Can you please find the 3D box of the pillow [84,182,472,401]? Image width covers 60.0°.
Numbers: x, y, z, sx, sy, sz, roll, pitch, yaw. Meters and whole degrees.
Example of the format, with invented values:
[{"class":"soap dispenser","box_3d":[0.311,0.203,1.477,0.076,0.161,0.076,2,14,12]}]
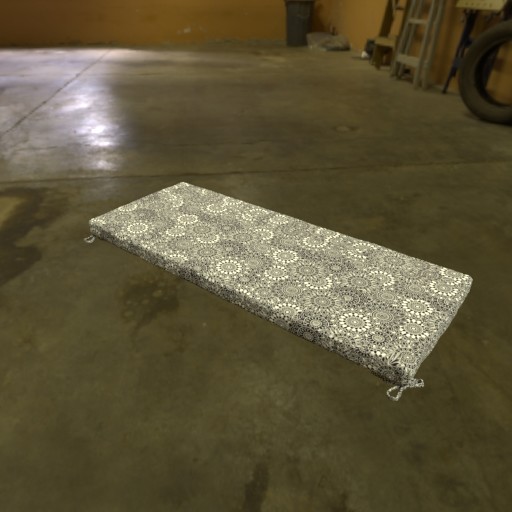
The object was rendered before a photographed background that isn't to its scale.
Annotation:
[{"class":"pillow","box_3d":[0.000,0.000,1.370,1.187,0.081,0.492,22,37,32]}]
